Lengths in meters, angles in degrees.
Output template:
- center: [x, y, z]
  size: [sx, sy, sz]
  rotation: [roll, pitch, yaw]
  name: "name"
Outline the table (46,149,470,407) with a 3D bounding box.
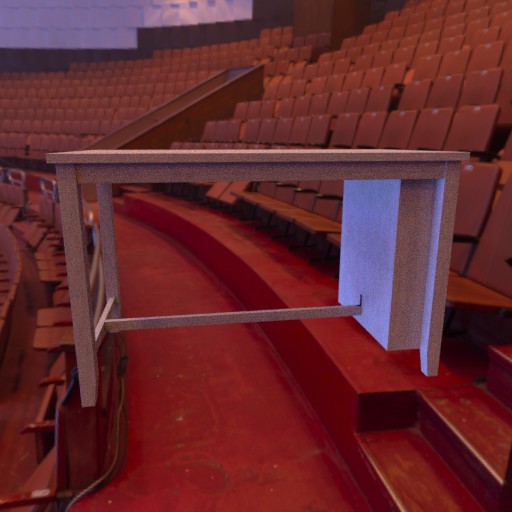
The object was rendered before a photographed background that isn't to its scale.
- center: [0.000, 0.000, 1.895]
  size: [1.397, 0.874, 0.729]
  rotation: [-2, 14, -9]
  name: "table"
